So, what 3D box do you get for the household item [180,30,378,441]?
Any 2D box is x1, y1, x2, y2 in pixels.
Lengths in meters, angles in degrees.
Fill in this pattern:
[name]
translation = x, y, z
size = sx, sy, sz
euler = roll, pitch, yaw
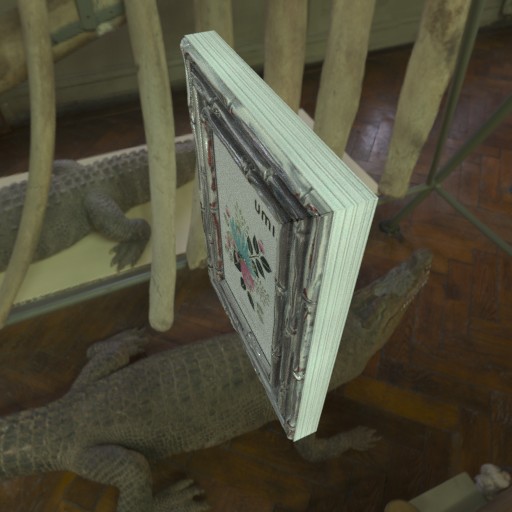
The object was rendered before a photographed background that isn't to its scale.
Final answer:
[household item]
translation = 0.000, 0.000, 0.284
size = 0.025, 0.216, 0.165
euler = -18, 50, -16
